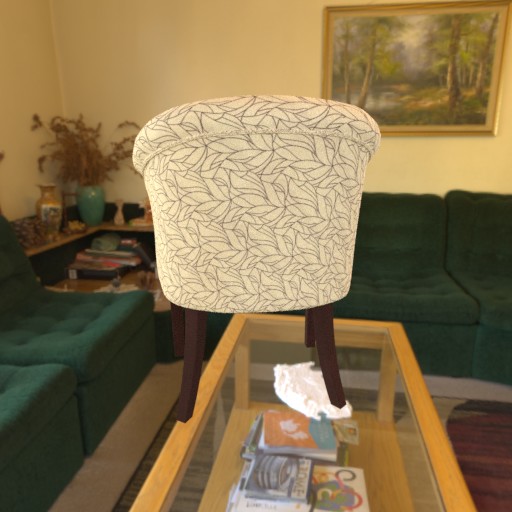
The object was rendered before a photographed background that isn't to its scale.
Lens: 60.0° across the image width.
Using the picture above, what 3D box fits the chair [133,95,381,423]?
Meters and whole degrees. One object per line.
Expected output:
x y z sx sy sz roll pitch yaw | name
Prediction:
0.000 0.000 1.318 0.686 0.858 0.613 -2 15 -8 | chair
